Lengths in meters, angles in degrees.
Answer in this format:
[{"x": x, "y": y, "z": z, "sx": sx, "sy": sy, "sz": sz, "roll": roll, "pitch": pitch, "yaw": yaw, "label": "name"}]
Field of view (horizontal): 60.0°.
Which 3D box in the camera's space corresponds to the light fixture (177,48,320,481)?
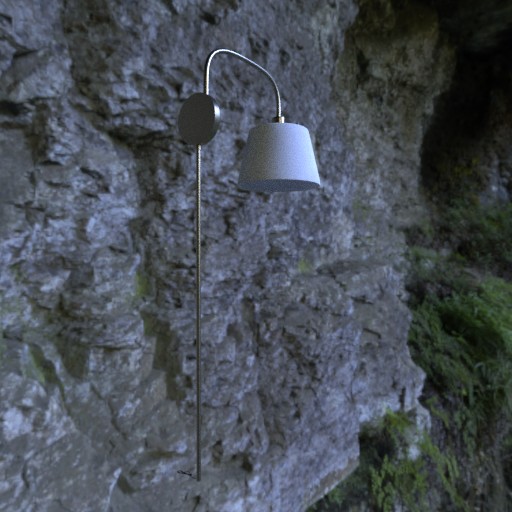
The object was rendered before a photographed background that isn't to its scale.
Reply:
[{"x": 0.000, "y": 0.000, "z": 0.461, "sx": 0.092, "sy": 0.399, "sz": 0.176, "roll": 0, "pitch": 0, "yaw": 37, "label": "light fixture"}]
